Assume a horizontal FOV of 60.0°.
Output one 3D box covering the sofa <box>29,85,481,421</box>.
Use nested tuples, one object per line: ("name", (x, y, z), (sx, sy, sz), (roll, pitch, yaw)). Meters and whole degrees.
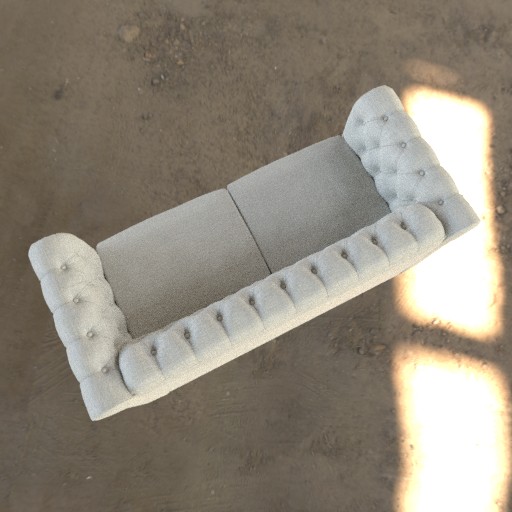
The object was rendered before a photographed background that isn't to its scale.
("sofa", (0.000, 0.000, 2.197), (1.798, 0.797, 0.783), (-26, 76, -7))
